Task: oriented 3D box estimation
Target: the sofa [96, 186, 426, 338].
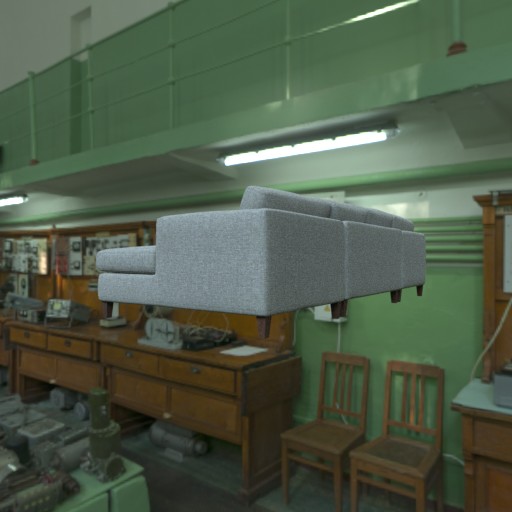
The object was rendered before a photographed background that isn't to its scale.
[{"bbox_3d":[0.000,0.000,4.646,2.593,0.959,3.460,0,0,35],"label":"sofa"}]
